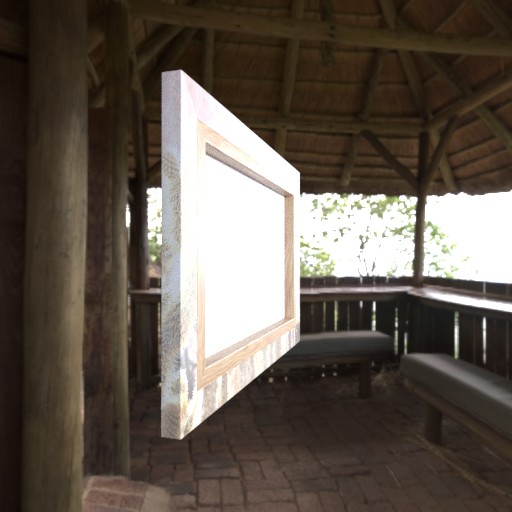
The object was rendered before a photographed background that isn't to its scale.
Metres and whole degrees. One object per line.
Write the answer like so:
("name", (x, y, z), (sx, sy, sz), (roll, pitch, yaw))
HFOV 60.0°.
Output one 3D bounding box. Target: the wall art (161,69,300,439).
("wall art", (0.000, 0.000, 1.168), (0.040, 0.608, 0.916), (0, 0, 18))
